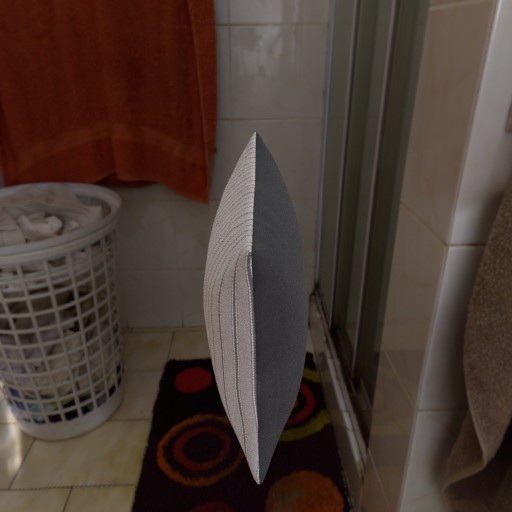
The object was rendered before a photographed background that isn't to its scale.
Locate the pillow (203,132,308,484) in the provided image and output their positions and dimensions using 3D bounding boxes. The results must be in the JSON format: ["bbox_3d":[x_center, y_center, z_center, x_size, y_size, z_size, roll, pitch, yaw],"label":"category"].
[{"bbox_3d":[0.000,0.000,0.721,0.151,0.305,0.609,0,26,0],"label":"pillow"}]
